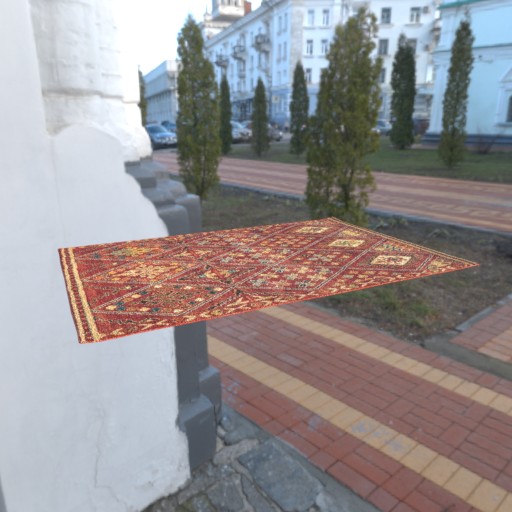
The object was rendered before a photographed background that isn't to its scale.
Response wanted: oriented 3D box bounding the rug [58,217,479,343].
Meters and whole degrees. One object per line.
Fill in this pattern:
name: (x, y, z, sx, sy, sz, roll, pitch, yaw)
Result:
rug: (0.000, 0.000, 2.856, 2.286, 0.026, 1.521, -8, 19, -25)
